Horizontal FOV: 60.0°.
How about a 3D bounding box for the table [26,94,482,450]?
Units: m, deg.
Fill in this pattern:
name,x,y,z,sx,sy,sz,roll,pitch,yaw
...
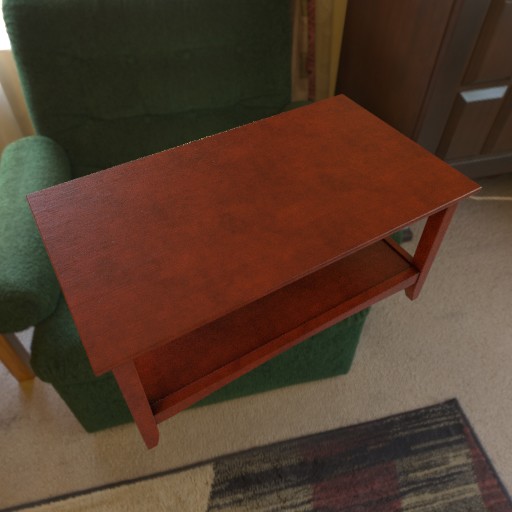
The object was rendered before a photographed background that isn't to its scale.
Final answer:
name,x,y,z,sx,sy,sz,roll,pitch,yaw
table,0.000,0.000,1.216,0.943,0.456,0.533,-24,52,-20
